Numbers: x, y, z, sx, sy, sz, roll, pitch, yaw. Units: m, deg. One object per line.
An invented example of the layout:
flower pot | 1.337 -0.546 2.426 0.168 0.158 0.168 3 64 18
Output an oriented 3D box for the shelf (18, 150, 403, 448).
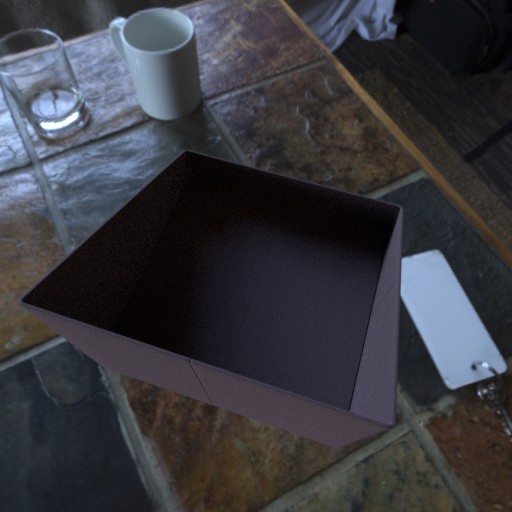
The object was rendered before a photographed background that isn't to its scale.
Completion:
shelf | 0.000 0.000 0.472 0.292 0.210 0.292 16 64 8
